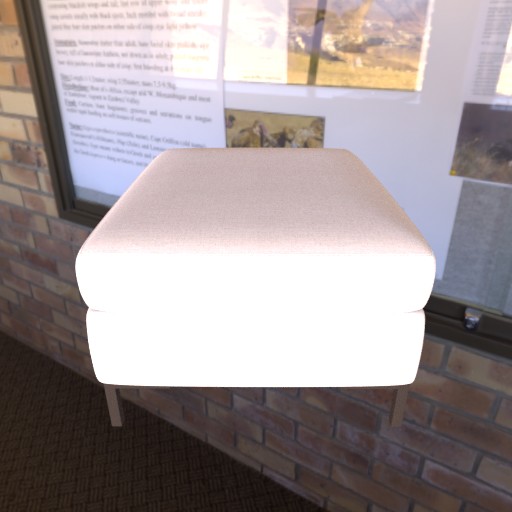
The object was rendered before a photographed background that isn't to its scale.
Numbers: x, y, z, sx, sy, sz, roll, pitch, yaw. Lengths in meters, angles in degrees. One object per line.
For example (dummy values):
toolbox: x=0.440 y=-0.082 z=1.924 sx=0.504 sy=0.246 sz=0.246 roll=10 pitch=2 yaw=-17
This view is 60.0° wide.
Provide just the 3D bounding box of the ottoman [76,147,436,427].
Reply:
ottoman: x=0.000 y=0.000 z=1.180 sx=0.657 sy=0.453 sz=0.794 roll=0 pitch=26 yaw=0
